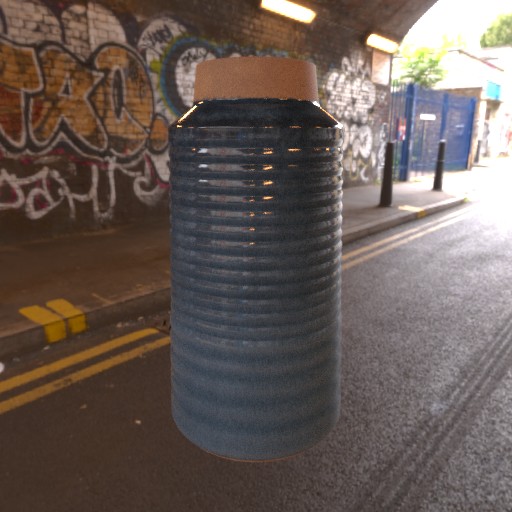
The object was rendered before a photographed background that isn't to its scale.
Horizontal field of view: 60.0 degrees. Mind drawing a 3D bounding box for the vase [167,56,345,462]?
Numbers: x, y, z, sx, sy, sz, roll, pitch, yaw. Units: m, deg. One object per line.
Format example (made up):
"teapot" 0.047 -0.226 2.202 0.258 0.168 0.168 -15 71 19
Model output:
"vase" 0.000 0.000 0.398 0.163 0.316 0.163 0 15 0
